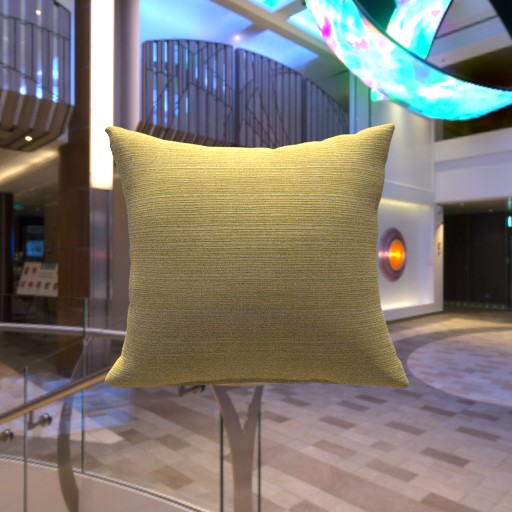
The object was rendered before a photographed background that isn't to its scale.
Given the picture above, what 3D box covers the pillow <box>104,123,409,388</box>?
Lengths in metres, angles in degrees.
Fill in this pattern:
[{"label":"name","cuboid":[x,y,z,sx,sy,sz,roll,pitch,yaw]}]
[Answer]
[{"label":"pillow","cuboid":[0.000,0.000,0.816,0.560,0.487,0.229,0,0,0]}]
